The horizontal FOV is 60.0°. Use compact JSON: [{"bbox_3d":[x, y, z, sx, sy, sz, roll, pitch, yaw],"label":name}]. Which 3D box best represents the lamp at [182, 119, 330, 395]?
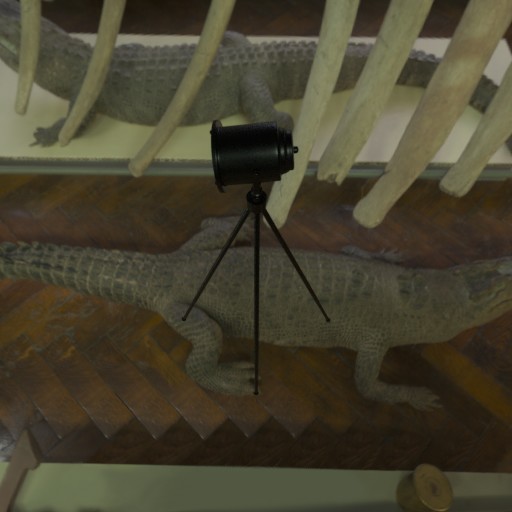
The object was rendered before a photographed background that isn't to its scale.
[{"bbox_3d":[0.000,0.000,2.006,0.884,1.504,0.879,0,59,0],"label":"lamp"}]
